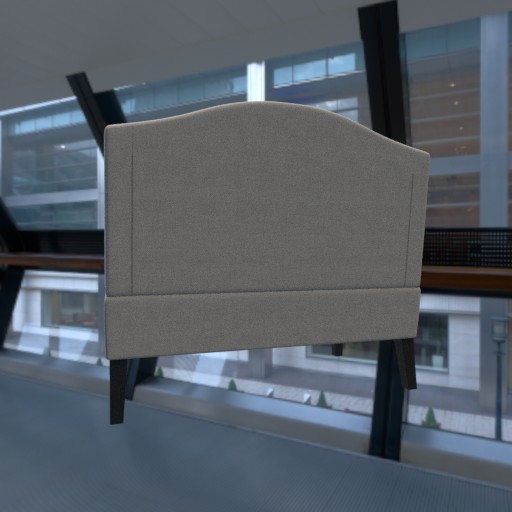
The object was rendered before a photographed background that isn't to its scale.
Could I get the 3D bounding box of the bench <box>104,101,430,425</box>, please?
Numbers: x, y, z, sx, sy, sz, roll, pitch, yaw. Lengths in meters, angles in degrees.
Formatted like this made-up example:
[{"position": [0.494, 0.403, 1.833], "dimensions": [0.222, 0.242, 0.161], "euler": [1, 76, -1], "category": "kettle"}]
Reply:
[{"position": [0.000, 0.000, 2.061], "dimensions": [1.335, 1.180, 0.815], "euler": [0, 1, -18], "category": "bench"}]
